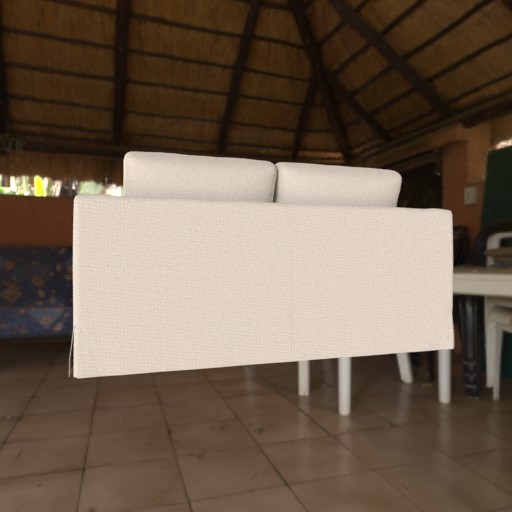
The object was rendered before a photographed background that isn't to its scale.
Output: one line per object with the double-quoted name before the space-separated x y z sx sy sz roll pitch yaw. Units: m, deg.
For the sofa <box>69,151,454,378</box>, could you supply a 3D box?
"sofa" 0.000 0.000 2.424 1.813 0.932 1.009 0 0 -18
